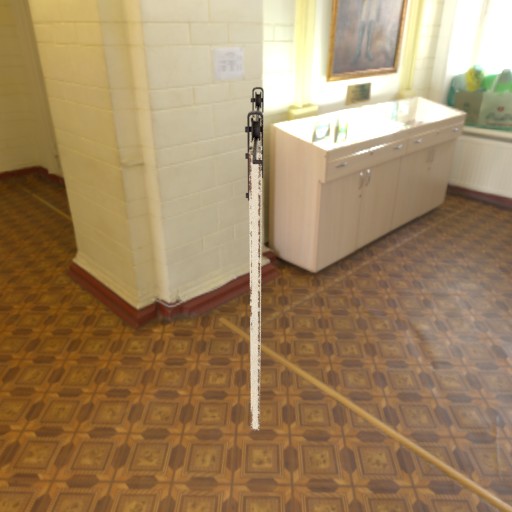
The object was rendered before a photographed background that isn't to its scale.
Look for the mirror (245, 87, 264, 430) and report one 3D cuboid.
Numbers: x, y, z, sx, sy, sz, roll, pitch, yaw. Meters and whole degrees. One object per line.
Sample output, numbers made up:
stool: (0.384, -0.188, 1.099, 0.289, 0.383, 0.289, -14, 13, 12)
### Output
mirror: (0.000, 0.000, 1.241, 0.037, 0.844, 0.808, 0, 27, 1)
